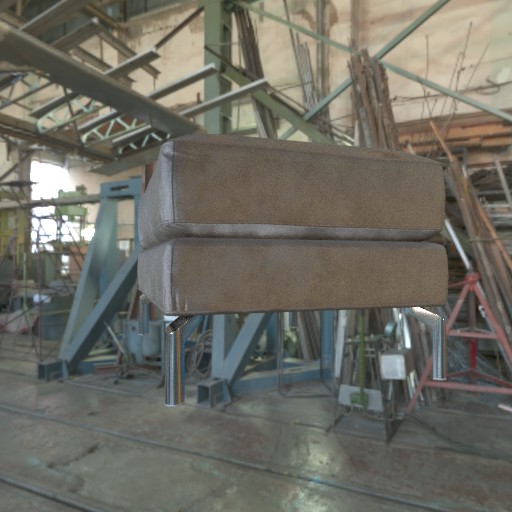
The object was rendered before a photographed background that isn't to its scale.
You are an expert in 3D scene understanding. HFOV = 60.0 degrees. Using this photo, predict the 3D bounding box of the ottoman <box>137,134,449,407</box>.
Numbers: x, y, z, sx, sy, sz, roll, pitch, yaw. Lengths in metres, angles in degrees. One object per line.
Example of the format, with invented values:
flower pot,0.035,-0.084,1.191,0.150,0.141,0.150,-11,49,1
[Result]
ottoman,0.000,0.000,1.063,0.520,0.456,0.719,0,-1,-18
